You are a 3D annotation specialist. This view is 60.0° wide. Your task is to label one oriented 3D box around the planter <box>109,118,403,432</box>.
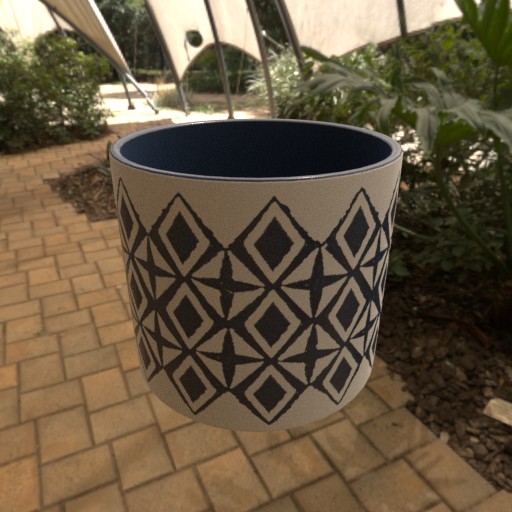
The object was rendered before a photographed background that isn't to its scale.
[{"bbox_3d":[0.000,0.000,0.393,0.224,0.203,0.224,0,26,0],"label":"planter"}]
